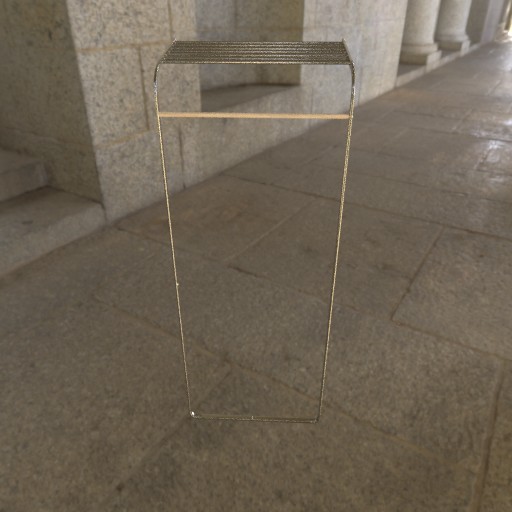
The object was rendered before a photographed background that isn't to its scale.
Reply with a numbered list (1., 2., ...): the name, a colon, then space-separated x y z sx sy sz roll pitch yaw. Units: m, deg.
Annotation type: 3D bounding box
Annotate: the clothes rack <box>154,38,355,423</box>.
1. clothes rack: 0.000 0.000 1.809 0.609 1.574 0.349 1 30 2
